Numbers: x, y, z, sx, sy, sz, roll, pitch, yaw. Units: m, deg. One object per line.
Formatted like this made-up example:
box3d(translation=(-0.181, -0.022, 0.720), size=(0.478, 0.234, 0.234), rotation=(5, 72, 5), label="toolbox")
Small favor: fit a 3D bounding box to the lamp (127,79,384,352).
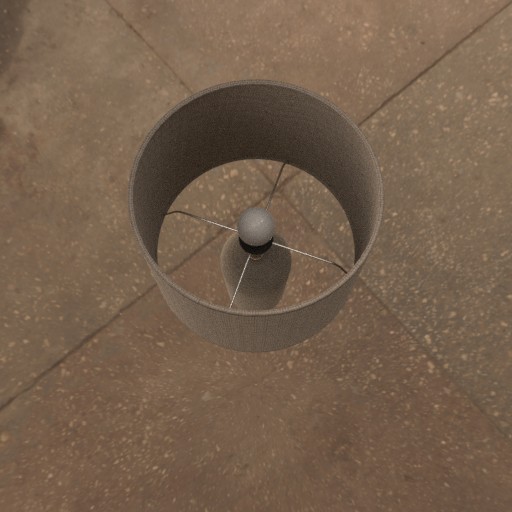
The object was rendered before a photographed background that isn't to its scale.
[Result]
box3d(translation=(0.000, 0.000, 0.843), size=(0.367, 0.609, 0.367), rotation=(0, 74, 0), label="lamp")
